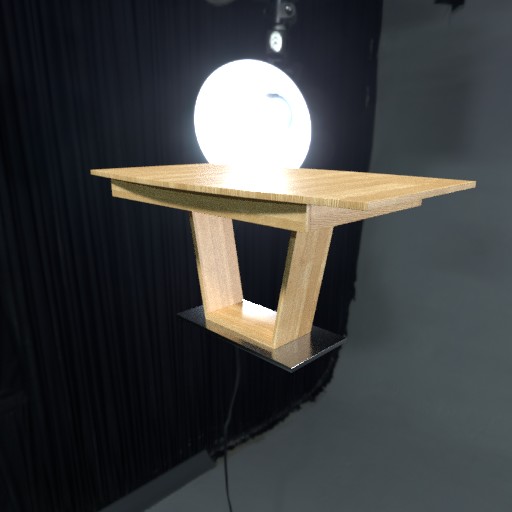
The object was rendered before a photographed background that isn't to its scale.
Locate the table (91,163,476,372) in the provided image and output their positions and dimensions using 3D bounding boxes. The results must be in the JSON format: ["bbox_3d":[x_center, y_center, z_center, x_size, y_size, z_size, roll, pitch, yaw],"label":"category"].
[{"bbox_3d":[0.000,0.000,2.067,1.598,0.748,0.900,15,21,43],"label":"table"}]
